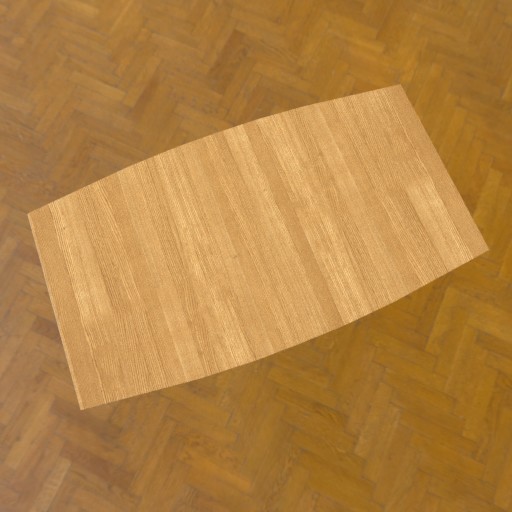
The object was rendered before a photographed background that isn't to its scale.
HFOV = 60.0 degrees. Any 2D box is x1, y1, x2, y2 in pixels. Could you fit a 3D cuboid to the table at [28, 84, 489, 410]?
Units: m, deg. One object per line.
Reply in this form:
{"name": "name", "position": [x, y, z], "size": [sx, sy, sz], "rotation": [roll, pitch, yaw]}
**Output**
{"name": "table", "position": [0.000, 0.000, 2.057], "size": [1.598, 0.748, 0.900], "rotation": [-20, 76, -5]}
